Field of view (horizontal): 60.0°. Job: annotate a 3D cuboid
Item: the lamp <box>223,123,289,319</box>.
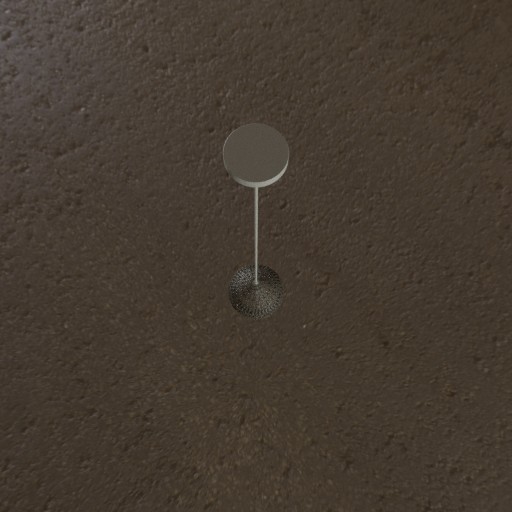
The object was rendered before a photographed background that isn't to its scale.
[{"bbox_3d":[0.000,0.000,2.042,0.355,1.919,0.355,13,75,4],"label":"lamp"}]
